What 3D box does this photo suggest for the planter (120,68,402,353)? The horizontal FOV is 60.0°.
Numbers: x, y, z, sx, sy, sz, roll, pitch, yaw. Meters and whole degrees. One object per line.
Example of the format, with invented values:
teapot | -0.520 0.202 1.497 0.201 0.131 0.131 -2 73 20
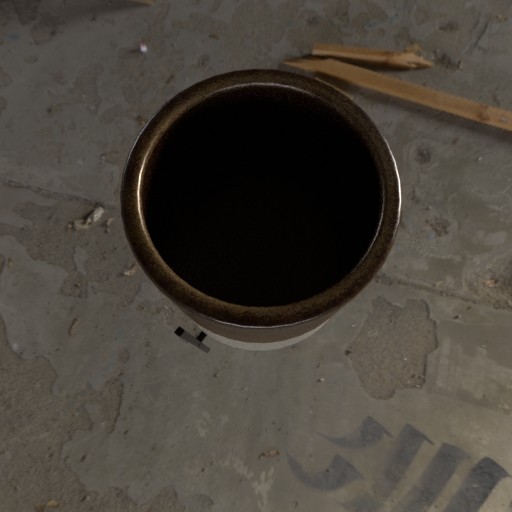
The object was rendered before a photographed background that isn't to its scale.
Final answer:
planter | 0.000 0.000 0.561 0.255 0.375 0.269 34 77 9
